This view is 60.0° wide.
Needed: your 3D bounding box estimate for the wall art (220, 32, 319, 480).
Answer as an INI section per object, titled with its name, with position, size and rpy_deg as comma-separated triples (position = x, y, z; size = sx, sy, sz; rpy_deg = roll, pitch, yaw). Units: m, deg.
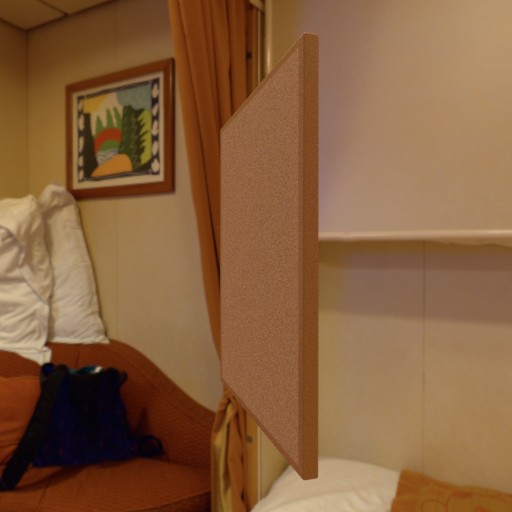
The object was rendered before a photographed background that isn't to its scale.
[wall art]
position = 0.000, 0.000, 0.523
size = 0.015, 0.379, 0.310
rpy_deg = 0, 0, -18
